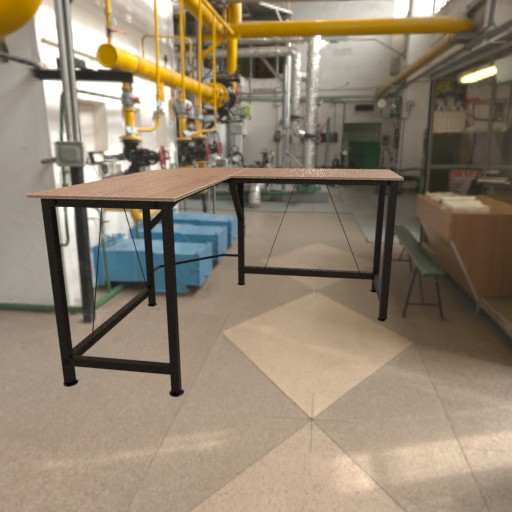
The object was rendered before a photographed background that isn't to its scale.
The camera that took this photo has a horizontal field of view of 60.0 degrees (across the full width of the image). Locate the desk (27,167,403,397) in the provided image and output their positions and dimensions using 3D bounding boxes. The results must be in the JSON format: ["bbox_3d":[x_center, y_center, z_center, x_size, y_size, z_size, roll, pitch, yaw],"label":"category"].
[{"bbox_3d":[0.000,0.000,2.209,1.400,0.762,1.400,2,15,9],"label":"desk"}]
